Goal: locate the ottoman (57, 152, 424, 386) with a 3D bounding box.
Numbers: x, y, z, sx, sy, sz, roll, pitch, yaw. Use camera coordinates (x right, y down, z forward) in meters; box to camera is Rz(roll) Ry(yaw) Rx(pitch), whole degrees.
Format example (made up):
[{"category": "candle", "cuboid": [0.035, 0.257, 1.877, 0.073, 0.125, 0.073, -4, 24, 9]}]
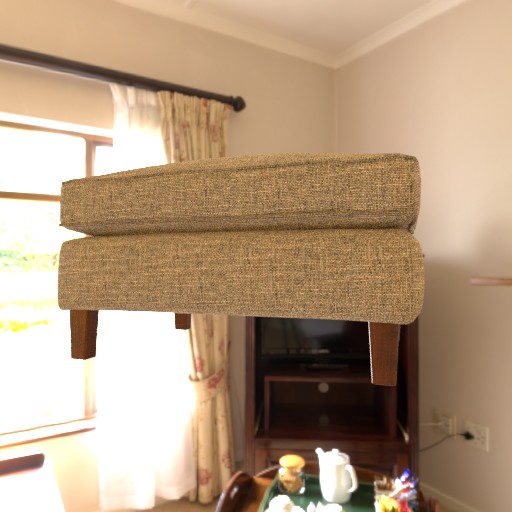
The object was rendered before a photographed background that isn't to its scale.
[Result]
[{"category": "ottoman", "cuboid": [0.000, 0.000, 0.978, 0.686, 0.406, 0.508, 0, -1, 19]}]
